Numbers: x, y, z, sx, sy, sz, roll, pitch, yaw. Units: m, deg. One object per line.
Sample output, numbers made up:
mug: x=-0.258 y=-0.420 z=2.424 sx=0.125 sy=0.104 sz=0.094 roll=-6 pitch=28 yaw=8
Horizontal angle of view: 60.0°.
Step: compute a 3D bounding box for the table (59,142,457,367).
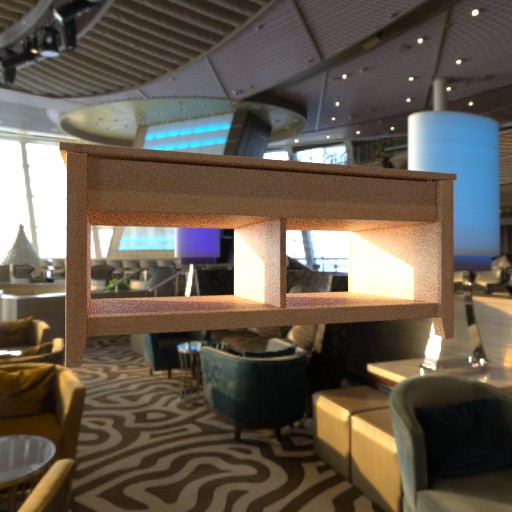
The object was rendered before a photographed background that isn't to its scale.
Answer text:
table: x=0.000 y=0.000 z=1.291 sx=1.016 sy=0.457 sz=0.483 roll=0 pitch=0 yaw=-20
